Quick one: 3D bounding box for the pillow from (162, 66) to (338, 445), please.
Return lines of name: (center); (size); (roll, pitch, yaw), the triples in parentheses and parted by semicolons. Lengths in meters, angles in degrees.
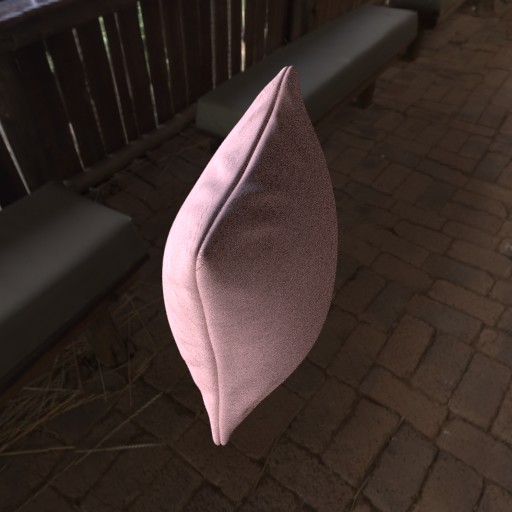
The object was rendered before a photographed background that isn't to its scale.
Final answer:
pillow: (0.000, 0.000, 0.675); (0.246, 0.415, 0.432); (10, 47, 10)
